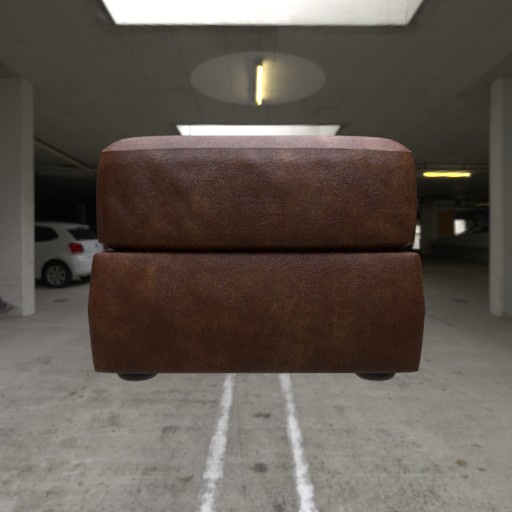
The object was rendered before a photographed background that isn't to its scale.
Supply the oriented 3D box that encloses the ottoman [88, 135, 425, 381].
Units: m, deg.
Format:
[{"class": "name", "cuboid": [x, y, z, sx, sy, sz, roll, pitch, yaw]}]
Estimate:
[{"class": "ottoman", "cuboid": [0.000, 0.000, 1.140, 0.603, 0.476, 0.751, 0, 0, 0]}]
